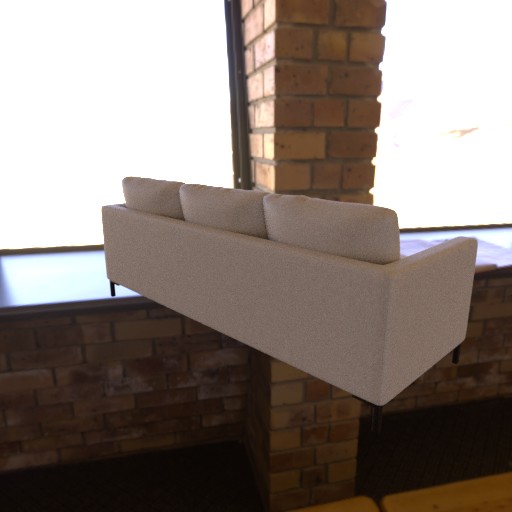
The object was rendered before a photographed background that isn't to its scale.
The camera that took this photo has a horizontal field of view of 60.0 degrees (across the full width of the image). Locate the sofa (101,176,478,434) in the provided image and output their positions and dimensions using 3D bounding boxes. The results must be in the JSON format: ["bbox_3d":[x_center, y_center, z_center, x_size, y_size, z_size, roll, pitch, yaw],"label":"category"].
[{"bbox_3d":[0.000,0.000,2.651,0.859,0.874,2.218,-15,21,-43],"label":"sofa"}]
